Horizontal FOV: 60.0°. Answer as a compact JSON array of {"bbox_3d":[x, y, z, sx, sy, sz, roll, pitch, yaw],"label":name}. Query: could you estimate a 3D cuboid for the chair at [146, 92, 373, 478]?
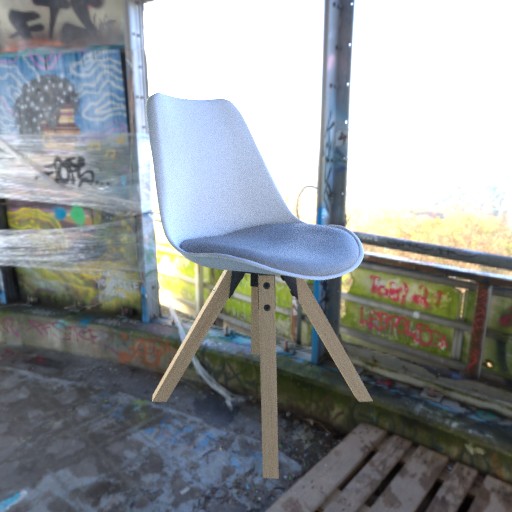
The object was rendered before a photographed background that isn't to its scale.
[{"bbox_3d":[0.000,0.000,1.193,0.550,0.850,0.485,13,19,42],"label":"chair"}]
